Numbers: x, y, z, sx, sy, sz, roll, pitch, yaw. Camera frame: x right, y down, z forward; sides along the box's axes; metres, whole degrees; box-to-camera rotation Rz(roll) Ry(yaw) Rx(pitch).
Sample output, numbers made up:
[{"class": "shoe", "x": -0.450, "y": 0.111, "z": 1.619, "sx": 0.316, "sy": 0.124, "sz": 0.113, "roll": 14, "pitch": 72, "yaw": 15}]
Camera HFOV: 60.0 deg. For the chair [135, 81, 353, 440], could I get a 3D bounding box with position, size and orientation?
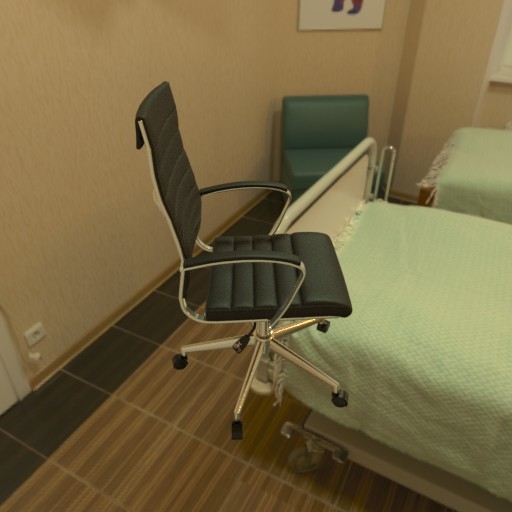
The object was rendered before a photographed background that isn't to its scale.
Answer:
[{"class": "chair", "x": 0.000, "y": 0.000, "z": 1.649, "sx": 0.739, "sy": 1.149, "sz": 0.766, "roll": -1, "pitch": 33, "yaw": -1}]
